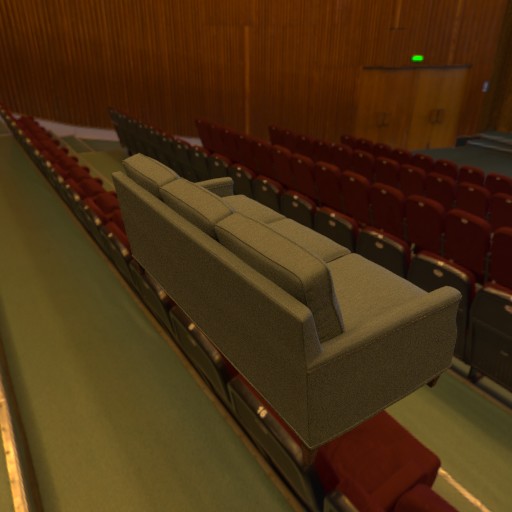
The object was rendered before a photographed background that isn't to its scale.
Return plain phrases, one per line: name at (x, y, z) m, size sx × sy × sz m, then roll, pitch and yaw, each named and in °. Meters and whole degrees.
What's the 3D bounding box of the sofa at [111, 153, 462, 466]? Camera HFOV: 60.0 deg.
sofa at (0.000, 0.000, 2.799) m, size 1.084 × 1.003 × 2.246 m, roll -17°, pitch 32°, yaw -30°
